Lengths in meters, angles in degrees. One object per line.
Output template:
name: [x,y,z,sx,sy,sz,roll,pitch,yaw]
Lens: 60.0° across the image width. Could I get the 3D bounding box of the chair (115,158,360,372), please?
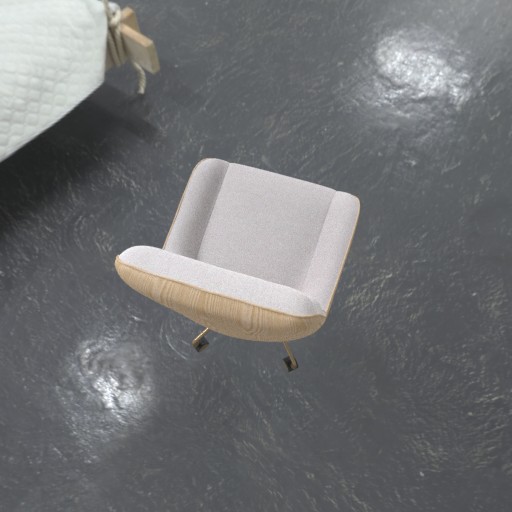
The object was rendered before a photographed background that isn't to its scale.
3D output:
chair: [0.000,0.000,1.362,0.564,0.952,0.668,16,66,7]
